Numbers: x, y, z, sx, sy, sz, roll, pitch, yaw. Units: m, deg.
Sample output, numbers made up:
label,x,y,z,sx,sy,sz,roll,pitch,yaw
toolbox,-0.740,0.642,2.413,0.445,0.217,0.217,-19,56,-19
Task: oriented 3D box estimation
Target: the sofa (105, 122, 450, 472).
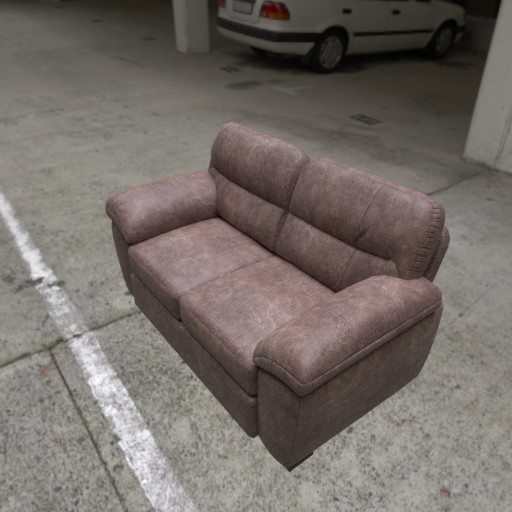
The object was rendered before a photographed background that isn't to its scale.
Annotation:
label,x,y,z,sx,sy,sz,roll,pitch,yaw
sofa,0.000,0.000,2.337,0.991,0.991,1.753,-22,38,-31
